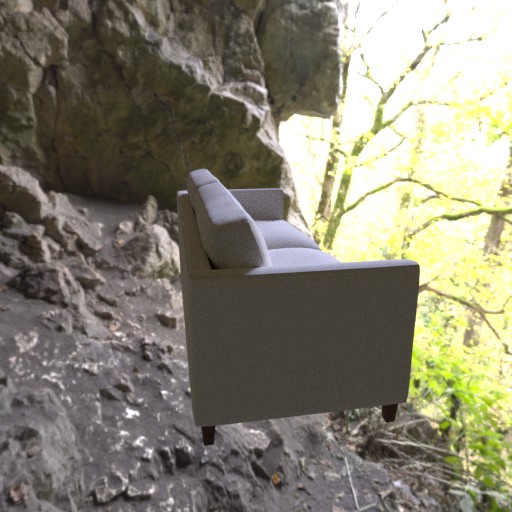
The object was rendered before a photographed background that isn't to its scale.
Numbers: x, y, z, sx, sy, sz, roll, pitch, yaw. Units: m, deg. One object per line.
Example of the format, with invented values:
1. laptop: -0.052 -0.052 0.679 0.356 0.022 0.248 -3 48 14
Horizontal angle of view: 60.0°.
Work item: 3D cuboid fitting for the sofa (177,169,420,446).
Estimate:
1. sofa: 0.000 0.000 2.840 0.951 0.962 2.361 -3 16 -10
